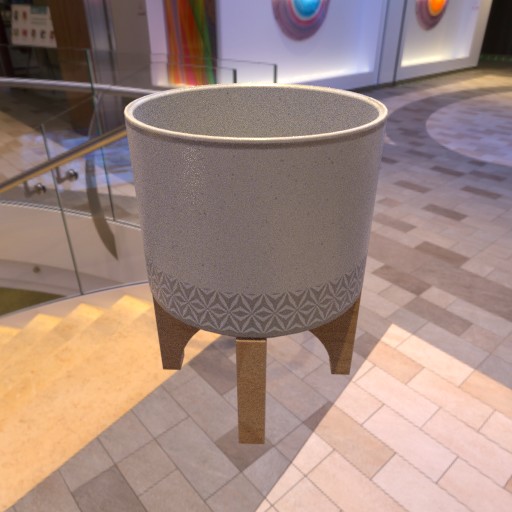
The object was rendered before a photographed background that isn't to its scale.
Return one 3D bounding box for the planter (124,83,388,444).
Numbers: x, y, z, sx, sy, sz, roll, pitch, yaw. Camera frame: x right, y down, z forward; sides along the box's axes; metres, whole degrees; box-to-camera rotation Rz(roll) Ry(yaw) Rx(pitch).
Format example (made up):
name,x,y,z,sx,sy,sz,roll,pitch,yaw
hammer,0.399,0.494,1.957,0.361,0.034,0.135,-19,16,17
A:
name,x,y,z,sx,sy,sz,roll,pitch,yaw
planter,0.000,0.000,0.269,0.130,0.178,0.130,0,30,0
